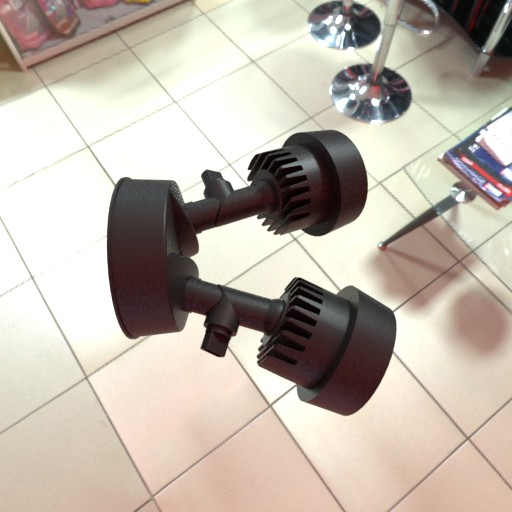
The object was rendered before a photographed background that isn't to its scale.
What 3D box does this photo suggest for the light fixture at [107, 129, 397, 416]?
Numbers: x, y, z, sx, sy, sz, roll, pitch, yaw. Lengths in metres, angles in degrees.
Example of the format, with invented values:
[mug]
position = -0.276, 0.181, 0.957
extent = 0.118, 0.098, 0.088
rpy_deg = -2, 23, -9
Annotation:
[light fixture]
position = 0.000, 0.000, 0.307
extent = 0.168, 0.120, 0.213
rpy_deg = -3, 64, -1
